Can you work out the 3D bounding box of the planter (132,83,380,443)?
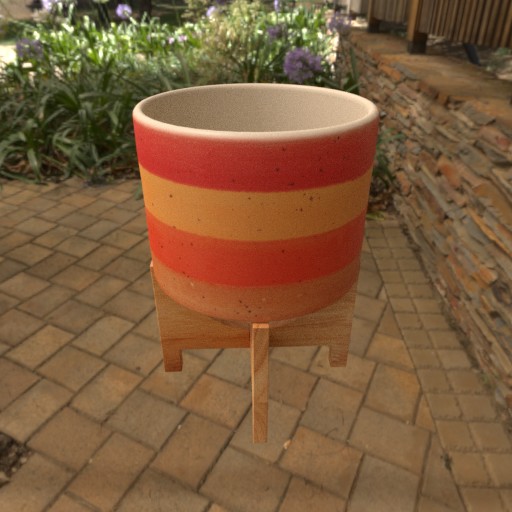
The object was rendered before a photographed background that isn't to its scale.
[{"bbox_3d":[0.000,0.000,0.567,0.269,0.379,0.269,0,30,0],"label":"planter"}]
